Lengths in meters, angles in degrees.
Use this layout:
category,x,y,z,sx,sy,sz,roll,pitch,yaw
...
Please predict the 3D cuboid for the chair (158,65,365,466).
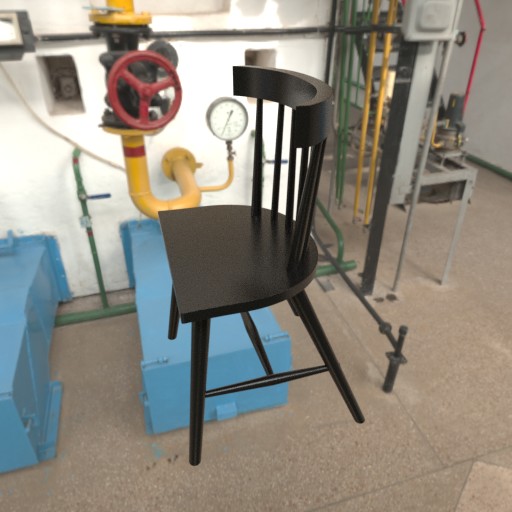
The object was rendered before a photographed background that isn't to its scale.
category,x,y,z,sx,sy,sz,roll,pitch,yaw
chair,0.000,0.000,1.137,0.483,0.844,0.506,-8,32,-14
